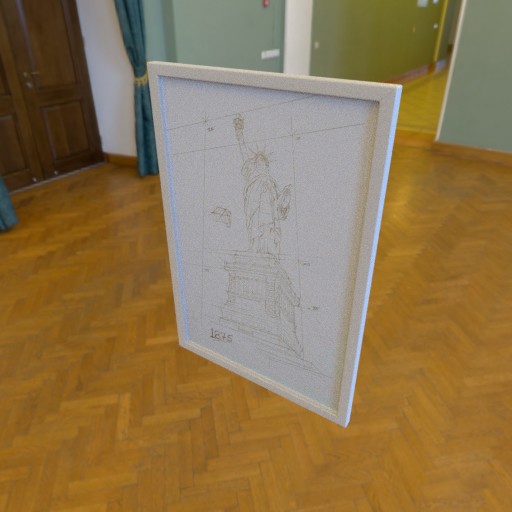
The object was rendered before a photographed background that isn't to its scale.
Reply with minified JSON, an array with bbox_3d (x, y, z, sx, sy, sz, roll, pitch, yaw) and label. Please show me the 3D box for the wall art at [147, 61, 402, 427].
[{"bbox_3d":[0.000,0.000,1.050,0.556,0.813,0.026,18,35,28],"label":"wall art"}]
